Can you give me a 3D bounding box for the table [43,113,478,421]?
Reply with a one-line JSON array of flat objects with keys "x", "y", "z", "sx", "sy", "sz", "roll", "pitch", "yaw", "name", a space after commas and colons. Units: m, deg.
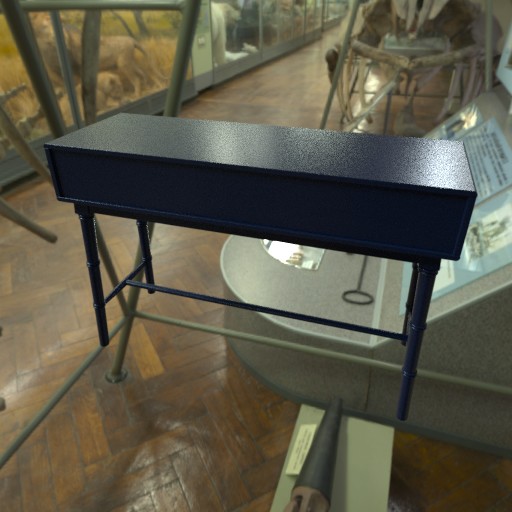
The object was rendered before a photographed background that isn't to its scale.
[{"x": 0.000, "y": 0.000, "z": 1.438, "sx": 1.118, "sy": 0.749, "sz": 0.399, "roll": 9, "pitch": 32, "yaw": 15, "name": "table"}]
